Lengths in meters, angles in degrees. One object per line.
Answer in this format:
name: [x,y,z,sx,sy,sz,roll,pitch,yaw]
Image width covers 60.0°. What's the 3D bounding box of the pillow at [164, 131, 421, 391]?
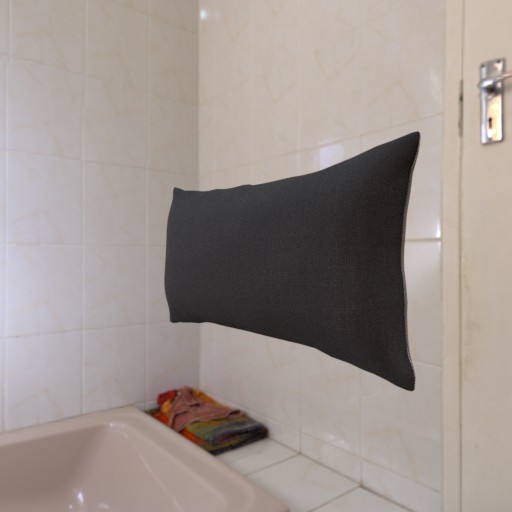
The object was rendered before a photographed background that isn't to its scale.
pillow: [0.000,0.000,0.742,0.151,0.305,0.609,0,0,-37]
